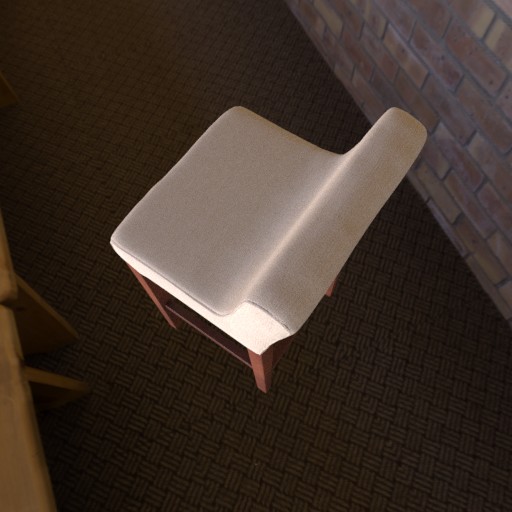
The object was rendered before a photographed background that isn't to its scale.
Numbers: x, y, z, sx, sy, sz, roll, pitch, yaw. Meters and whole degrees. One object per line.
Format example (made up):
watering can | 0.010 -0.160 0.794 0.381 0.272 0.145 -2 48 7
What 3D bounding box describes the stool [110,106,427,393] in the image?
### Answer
stool | 0.000 0.000 1.241 0.500 0.937 0.511 32 69 14
